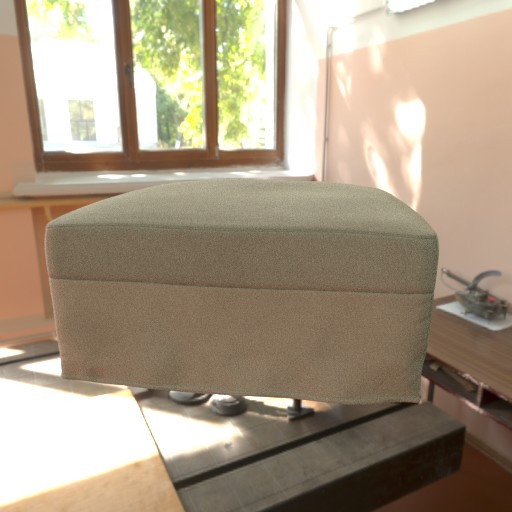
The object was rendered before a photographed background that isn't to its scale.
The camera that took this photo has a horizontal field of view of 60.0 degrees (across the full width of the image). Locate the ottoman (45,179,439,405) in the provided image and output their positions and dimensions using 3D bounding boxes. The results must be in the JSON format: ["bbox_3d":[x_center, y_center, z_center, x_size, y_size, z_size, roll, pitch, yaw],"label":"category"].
[{"bbox_3d":[0.000,0.000,1.319,0.842,0.441,0.843,2,15,7],"label":"ottoman"}]
